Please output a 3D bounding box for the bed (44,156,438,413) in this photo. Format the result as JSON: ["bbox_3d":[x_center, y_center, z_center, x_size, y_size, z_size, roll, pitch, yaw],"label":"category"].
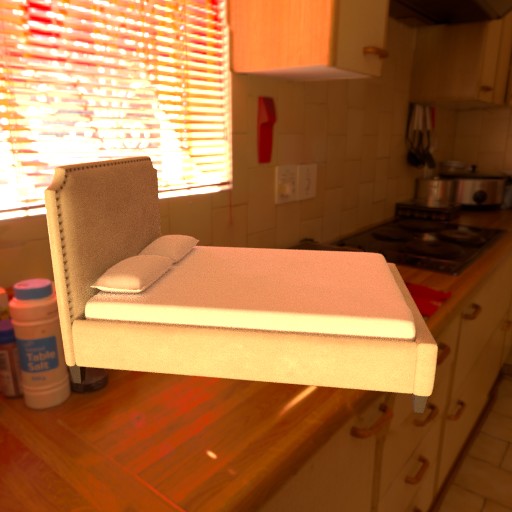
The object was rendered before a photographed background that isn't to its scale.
[{"bbox_3d":[0.000,0.000,3.432,2.372,1.443,1.712,2,16,8],"label":"bed"}]
